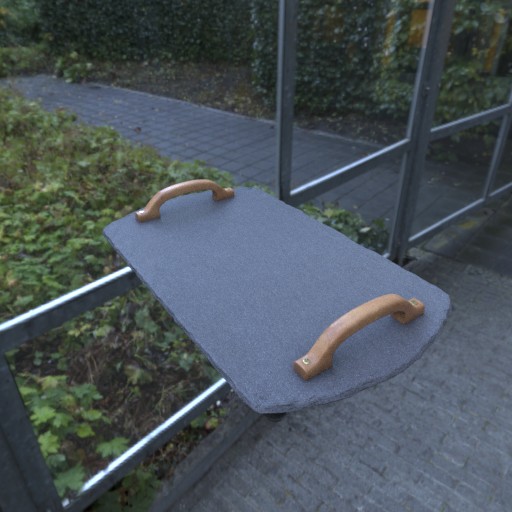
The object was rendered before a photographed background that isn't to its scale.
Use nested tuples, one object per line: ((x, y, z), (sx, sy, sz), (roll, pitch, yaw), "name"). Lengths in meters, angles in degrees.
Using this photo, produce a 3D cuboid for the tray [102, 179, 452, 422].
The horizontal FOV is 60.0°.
((0.000, 0.000, 0.469), (0.231, 0.062, 0.387), (-20, 37, -29), "tray")
